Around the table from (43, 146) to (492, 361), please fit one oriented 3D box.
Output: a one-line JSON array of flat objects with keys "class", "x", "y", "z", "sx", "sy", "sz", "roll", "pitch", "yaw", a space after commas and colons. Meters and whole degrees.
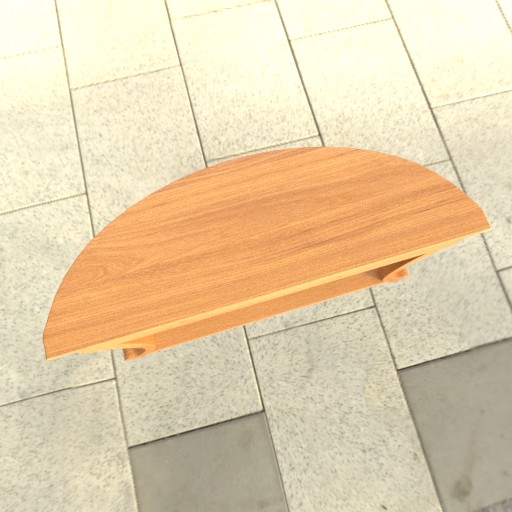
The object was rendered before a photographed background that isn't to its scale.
[{"class": "table", "x": 0.000, "y": 0.000, "z": 1.521, "sx": 1.198, "sy": 0.692, "sz": 0.394, "roll": -16, "pitch": 75, "yaw": -4}]
